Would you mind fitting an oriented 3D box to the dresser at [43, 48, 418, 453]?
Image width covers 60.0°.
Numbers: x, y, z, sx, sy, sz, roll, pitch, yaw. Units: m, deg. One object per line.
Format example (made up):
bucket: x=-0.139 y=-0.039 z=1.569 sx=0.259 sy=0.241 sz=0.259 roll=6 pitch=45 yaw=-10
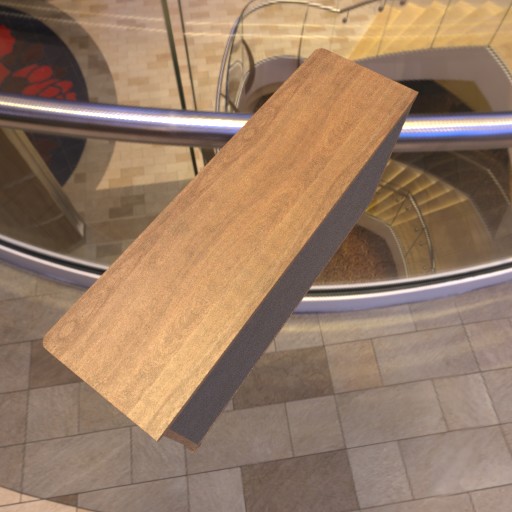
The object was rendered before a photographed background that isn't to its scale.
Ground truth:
dresser: x=0.000 y=0.000 z=1.943 sx=0.468 sy=0.892 sz=1.583 roll=32 pitch=68 yaw=15
